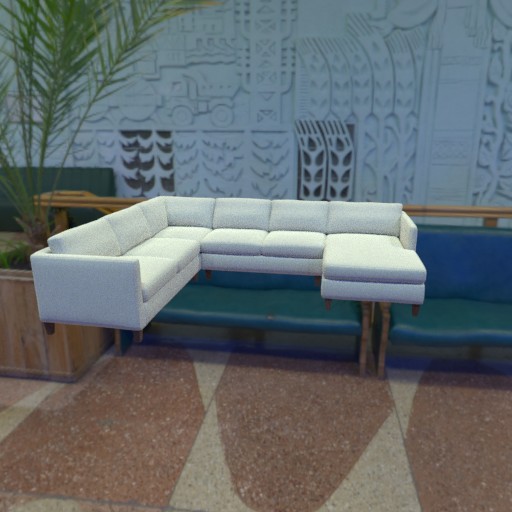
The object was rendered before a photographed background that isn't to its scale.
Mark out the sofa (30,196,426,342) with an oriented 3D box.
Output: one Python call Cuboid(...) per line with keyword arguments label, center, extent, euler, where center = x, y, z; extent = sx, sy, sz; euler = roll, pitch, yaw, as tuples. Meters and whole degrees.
Cuboid(label="sofa", center=(0.000, 0.000, 4.486), extent=(3.238, 0.853, 2.551), euler=(3, 16, 10))
